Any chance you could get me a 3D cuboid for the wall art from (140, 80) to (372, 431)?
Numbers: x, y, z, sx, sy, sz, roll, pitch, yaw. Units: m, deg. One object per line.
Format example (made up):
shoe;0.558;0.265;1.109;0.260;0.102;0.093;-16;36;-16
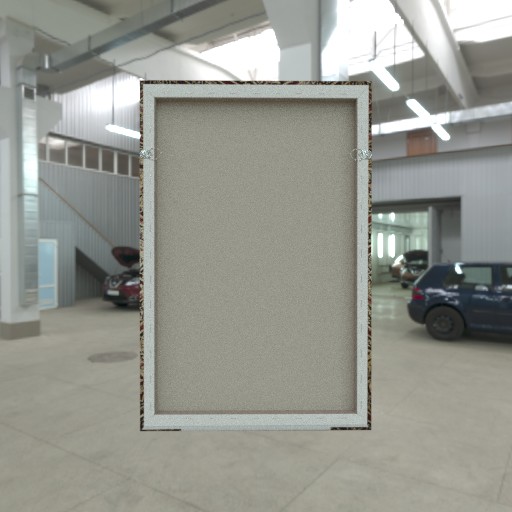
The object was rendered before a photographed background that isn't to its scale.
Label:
wall art;0.000;0.000;1.156;0.599;0.904;0.030;0;0;-1
